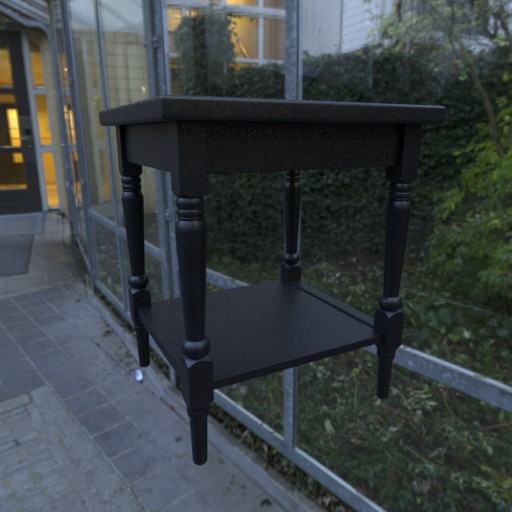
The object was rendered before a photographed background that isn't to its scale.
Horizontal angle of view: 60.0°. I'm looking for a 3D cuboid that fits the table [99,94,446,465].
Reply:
[{"bbox_3d":[0.000,0.000,0.894,0.488,0.565,0.442,-8,17,-27],"label":"table"}]
